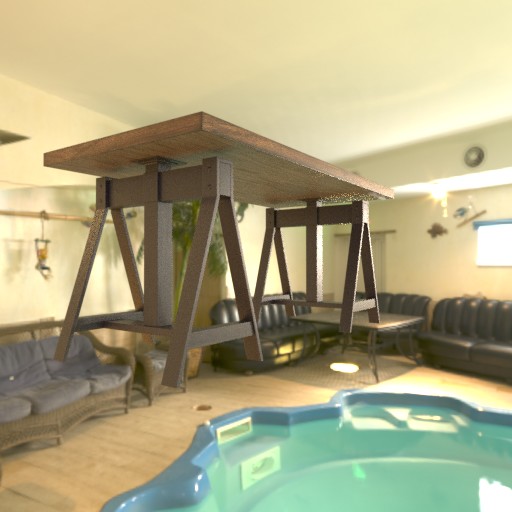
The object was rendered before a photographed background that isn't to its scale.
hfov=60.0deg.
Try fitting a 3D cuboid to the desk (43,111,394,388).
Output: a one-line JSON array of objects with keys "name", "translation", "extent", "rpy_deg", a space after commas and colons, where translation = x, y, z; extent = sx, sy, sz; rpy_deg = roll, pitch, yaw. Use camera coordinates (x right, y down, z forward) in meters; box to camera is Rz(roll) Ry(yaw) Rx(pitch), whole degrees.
[{"name": "desk", "translation": [0.000, 0.000, 1.976], "extent": [0.784, 0.725, 1.543], "rpy_deg": [-1, -1, 35]}]
